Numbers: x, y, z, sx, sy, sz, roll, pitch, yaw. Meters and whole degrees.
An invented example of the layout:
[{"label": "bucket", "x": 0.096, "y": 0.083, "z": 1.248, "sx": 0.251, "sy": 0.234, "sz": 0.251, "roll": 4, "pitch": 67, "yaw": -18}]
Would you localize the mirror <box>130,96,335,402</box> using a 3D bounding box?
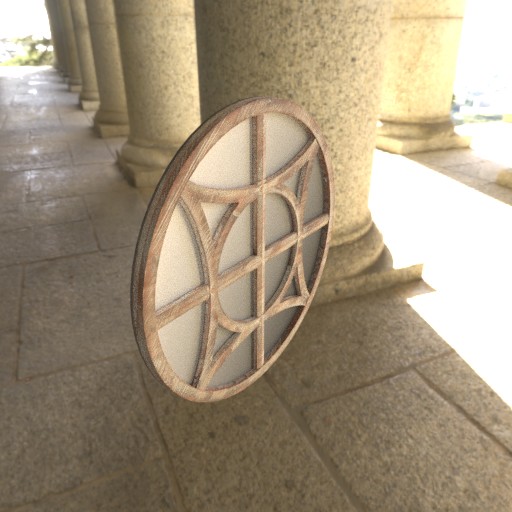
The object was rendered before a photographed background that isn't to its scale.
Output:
[{"label": "mirror", "x": 0.000, "y": 0.000, "z": 1.051, "sx": 0.038, "sy": 0.710, "sz": 0.710, "roll": 18, "pitch": 32, "yaw": 32}]
